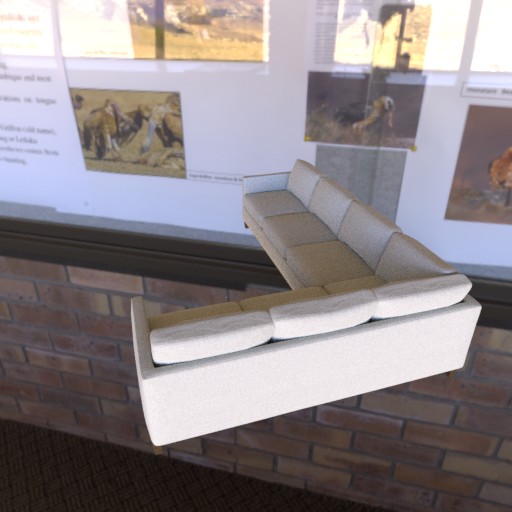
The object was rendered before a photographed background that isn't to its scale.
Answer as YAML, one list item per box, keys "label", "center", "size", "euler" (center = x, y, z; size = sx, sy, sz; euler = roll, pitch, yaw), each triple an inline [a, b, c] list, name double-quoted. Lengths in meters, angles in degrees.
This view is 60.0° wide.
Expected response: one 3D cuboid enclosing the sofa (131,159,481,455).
- label: "sofa"
  center: [0.000, 0.000, 4.423]
  size: [2.522, 0.934, 3.333]
  euler: [-9, 31, -15]
